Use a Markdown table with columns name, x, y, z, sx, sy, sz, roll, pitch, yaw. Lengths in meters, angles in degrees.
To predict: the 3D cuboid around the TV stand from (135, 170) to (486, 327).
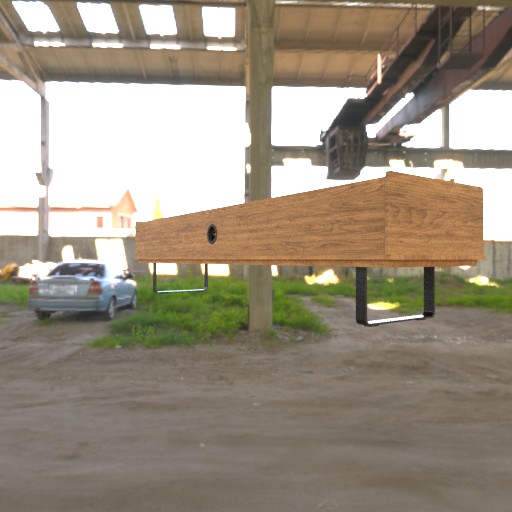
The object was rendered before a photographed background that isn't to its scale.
| name | x | y | z | sx | sy | sz | roll | pitch | yaw |
| --- | --- | --- | --- | --- | --- | --- | --- | --- | --- |
| TV stand | 0.000 | 0.000 | 1.967 | 0.467 | 0.415 | 1.796 | 0 | -1 | -35 |
